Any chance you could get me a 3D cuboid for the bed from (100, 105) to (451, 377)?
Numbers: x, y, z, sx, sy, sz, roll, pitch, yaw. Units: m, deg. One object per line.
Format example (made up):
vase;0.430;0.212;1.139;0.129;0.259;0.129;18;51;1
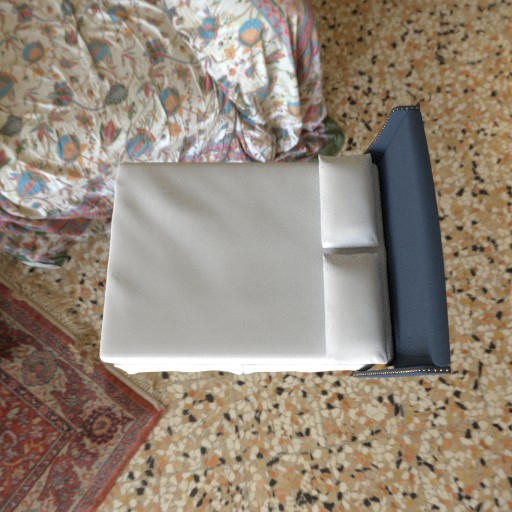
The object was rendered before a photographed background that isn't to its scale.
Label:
bed;0.000;0.000;3.276;2.237;1.407;1.710;0;74;0
